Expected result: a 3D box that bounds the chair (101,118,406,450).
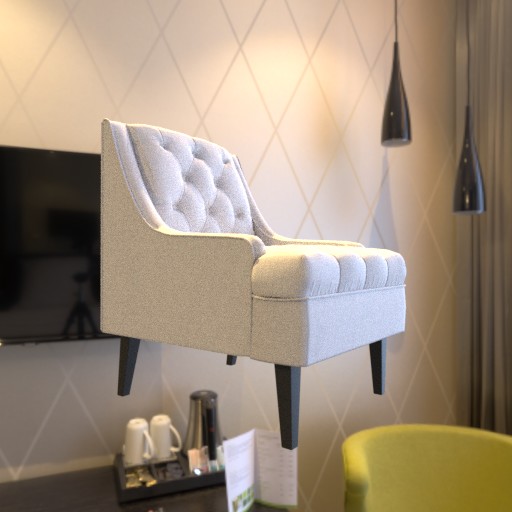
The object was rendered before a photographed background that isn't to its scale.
[{"bbox_3d":[0.000,0.000,1.421,0.772,0.891,0.658,0,-1,38],"label":"chair"}]
